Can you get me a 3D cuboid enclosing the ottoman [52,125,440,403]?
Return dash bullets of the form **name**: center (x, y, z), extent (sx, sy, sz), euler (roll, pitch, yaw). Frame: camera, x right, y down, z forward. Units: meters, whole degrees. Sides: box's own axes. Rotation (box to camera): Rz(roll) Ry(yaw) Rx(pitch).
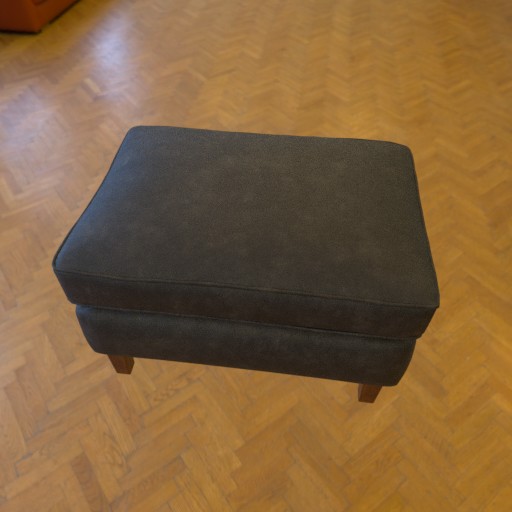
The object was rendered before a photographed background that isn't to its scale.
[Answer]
- **ottoman**: center (0.000, 0.000, 0.996), extent (0.665, 0.413, 0.501), euler (5, 48, 5)
